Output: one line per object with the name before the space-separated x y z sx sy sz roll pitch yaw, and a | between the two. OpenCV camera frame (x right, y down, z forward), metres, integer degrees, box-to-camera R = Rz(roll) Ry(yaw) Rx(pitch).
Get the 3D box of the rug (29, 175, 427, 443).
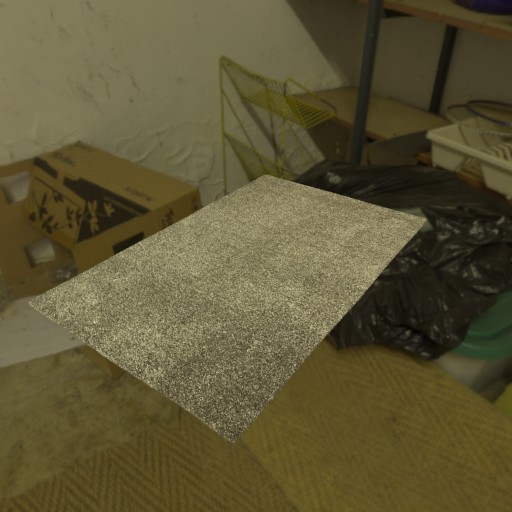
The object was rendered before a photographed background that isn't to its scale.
rug | 0.000 0.000 2.940 1.501 0.025 2.352 21 38 30
